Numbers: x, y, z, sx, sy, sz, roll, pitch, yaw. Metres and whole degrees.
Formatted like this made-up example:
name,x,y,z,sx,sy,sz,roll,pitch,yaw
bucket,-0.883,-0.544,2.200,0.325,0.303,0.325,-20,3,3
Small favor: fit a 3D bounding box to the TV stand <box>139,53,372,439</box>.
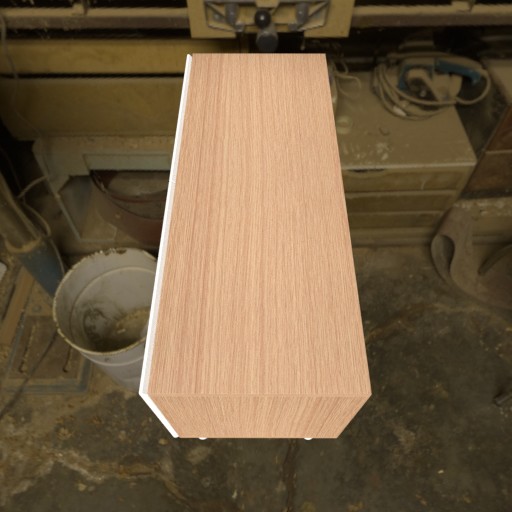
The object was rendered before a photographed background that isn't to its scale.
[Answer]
name,x,y,z,sx,sy,sz,roll,pitch,yaw
TV stand,0.000,0.000,1.315,0.407,0.660,0.991,0,57,0
